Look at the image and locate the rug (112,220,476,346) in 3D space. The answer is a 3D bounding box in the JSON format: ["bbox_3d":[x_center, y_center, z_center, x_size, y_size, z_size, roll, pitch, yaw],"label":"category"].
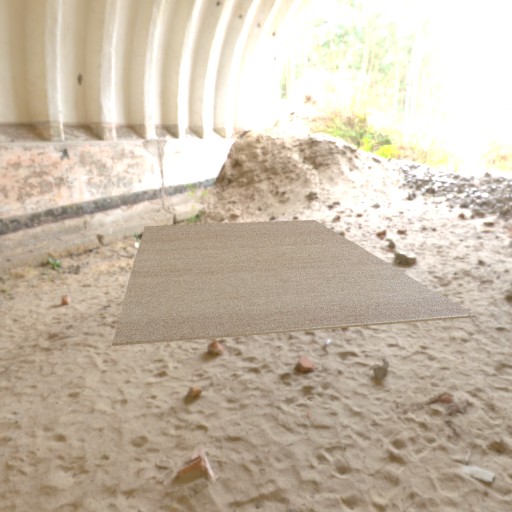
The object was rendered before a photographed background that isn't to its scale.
[{"bbox_3d":[0.000,0.000,2.950,1.574,0.029,2.346,-3,16,-10],"label":"rug"}]
